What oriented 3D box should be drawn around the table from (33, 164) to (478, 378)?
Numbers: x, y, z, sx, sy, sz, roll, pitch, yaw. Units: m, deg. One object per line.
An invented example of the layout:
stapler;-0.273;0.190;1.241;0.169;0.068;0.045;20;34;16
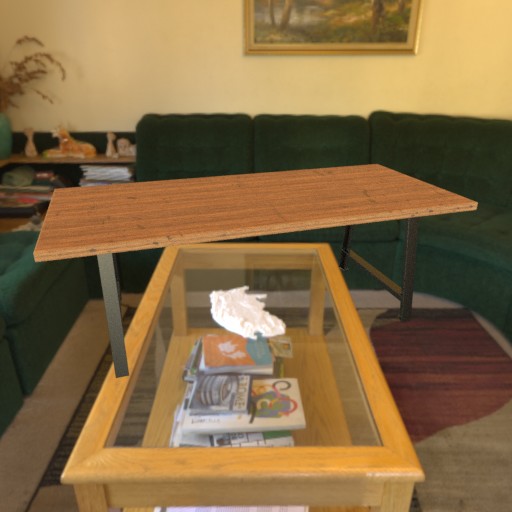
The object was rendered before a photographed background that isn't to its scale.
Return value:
table;0.000;0.000;2.672;2.200;0.757;1.000;-8;25;-16
